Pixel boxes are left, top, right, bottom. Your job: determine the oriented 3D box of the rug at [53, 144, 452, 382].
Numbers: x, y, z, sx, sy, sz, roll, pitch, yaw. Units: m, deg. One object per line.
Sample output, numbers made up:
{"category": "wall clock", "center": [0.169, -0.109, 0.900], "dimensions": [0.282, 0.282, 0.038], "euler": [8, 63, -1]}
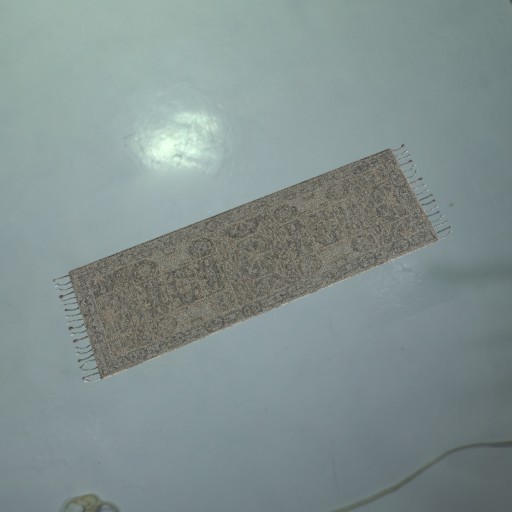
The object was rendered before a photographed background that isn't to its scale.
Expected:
{"category": "rug", "center": [0.000, 0.000, 3.034], "dimensions": [2.664, 0.011, 0.762], "euler": [-22, 76, -6]}
